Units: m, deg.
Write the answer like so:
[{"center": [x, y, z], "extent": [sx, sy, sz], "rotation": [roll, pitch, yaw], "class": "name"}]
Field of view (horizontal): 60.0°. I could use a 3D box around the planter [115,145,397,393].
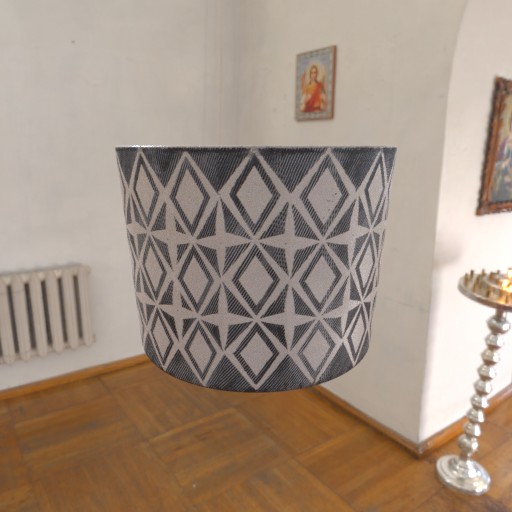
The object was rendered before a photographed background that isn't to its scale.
[{"center": [0.000, 0.000, 0.454], "extent": [0.260, 0.220, 0.260], "rotation": [0, 14, 0], "class": "planter"}]
